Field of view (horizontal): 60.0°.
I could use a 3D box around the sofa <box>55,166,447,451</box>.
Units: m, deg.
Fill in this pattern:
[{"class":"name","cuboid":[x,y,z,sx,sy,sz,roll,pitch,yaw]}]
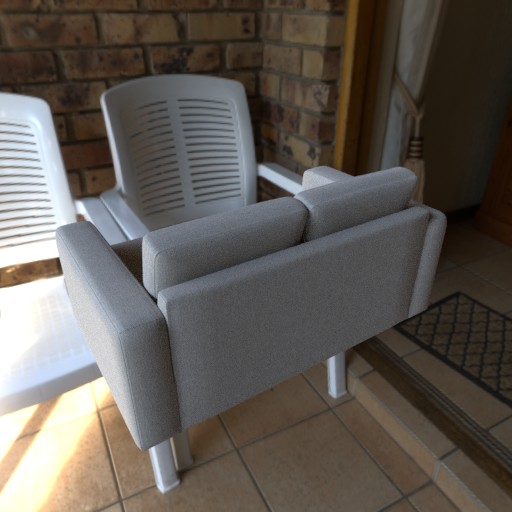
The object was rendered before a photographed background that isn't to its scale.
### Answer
[{"class":"sofa","cuboid":[0.000,0.000,2.039,1.540,0.800,0.900,-18,34,-28]}]
